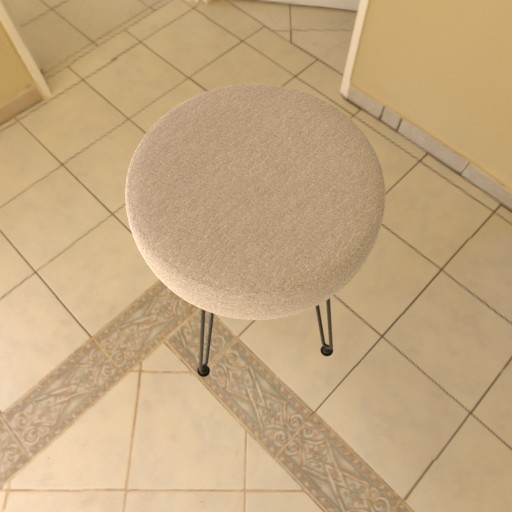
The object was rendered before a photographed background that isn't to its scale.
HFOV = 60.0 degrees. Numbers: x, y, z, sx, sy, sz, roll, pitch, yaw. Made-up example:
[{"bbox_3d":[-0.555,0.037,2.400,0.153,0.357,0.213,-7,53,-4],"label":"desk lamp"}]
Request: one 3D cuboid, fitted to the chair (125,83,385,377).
[{"bbox_3d":[0.000,0.000,0.686,0.350,0.440,0.350,33,68,15],"label":"chair"}]
